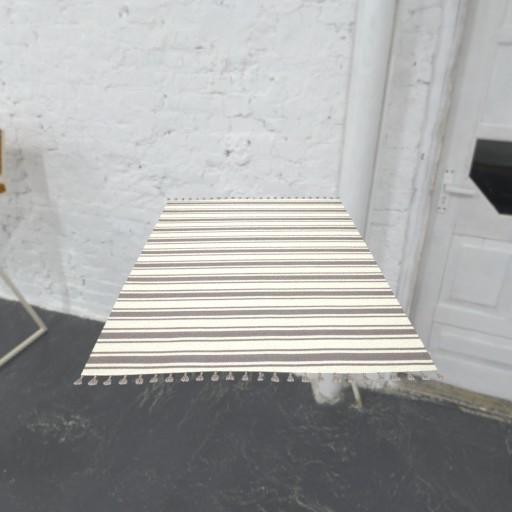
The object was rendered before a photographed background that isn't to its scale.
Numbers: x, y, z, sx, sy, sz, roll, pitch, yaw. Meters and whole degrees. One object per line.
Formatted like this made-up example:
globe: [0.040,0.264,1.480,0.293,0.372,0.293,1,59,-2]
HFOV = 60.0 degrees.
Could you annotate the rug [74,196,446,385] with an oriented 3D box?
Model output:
rug: [0.000,0.000,2.938,1.563,0.014,2.425,0,26,-1]
